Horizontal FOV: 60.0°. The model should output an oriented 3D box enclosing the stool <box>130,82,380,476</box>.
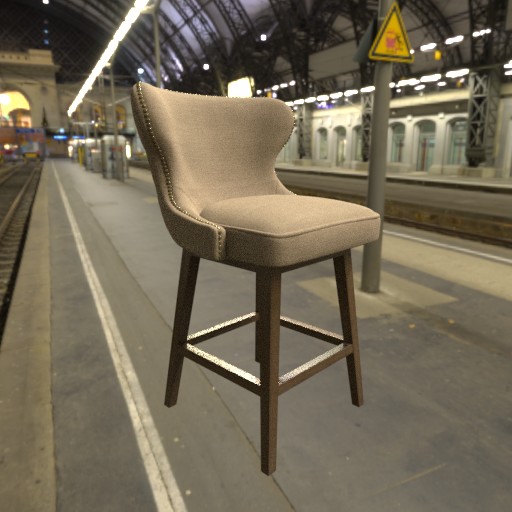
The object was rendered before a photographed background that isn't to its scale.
[{"bbox_3d":[0.000,0.000,1.333,0.597,0.972,0.615,13,19,43],"label":"stool"}]
